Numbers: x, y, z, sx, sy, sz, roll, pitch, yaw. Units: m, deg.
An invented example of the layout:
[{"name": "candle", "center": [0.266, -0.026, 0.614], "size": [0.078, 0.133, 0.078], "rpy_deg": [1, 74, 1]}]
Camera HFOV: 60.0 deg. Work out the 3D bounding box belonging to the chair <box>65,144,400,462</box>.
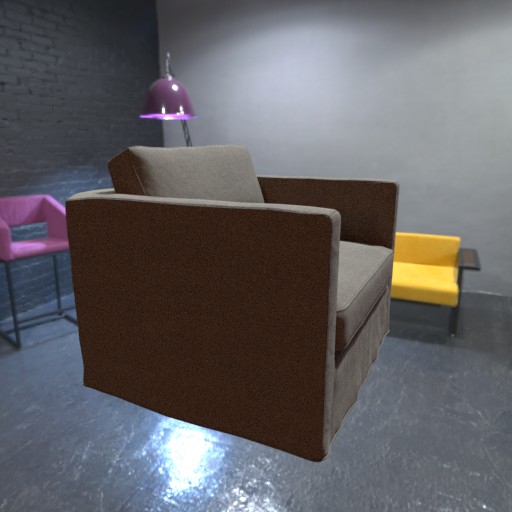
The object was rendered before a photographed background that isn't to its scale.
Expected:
[{"name": "chair", "center": [0.000, 0.000, 1.770], "size": [0.949, 0.863, 1.057], "rpy_deg": [7, 16, 25]}]
